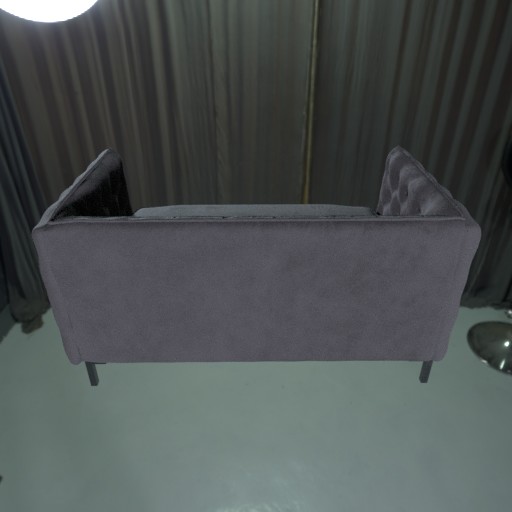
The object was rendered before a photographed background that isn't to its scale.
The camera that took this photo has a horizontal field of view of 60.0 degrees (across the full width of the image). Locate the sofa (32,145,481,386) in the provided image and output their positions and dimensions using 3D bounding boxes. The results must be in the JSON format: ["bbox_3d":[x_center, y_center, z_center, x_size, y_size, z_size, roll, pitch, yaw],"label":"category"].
[{"bbox_3d":[0.000,0.000,2.074,1.583,0.810,0.909,0,31,-1],"label":"sofa"}]
